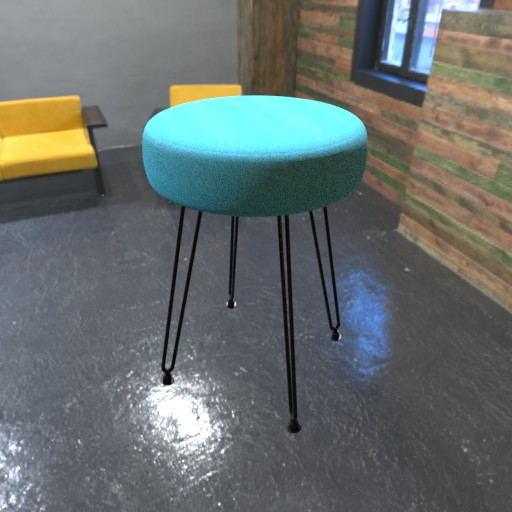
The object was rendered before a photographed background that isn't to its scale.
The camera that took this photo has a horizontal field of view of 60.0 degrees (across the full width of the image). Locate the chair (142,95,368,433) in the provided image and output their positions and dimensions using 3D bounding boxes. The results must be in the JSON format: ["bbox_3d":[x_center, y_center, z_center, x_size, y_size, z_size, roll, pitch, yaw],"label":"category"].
[{"bbox_3d":[0.000,0.000,0.699,0.350,0.440,0.350,-11,33,-17],"label":"chair"}]
